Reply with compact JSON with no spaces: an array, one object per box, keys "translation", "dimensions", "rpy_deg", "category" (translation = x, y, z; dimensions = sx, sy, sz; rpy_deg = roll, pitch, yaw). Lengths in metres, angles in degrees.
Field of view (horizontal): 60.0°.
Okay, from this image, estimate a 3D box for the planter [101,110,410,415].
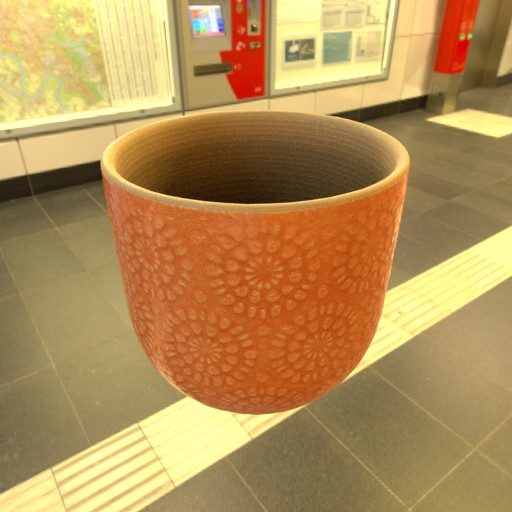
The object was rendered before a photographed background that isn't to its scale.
[{"translation":[0.000,0.000,0.283],"dimensions":[0.170,0.152,0.170],"rpy_deg":[0,31,0],"category":"planter"}]
